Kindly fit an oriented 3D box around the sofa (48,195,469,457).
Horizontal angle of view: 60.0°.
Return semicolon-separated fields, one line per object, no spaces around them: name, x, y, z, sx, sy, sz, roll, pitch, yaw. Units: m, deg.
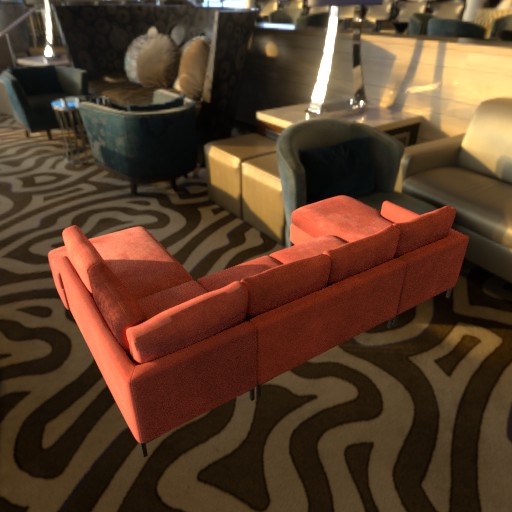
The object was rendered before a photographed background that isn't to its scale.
sofa;0.000;0.000;3.758;2.971;0.858;1.981;-19;36;-28
